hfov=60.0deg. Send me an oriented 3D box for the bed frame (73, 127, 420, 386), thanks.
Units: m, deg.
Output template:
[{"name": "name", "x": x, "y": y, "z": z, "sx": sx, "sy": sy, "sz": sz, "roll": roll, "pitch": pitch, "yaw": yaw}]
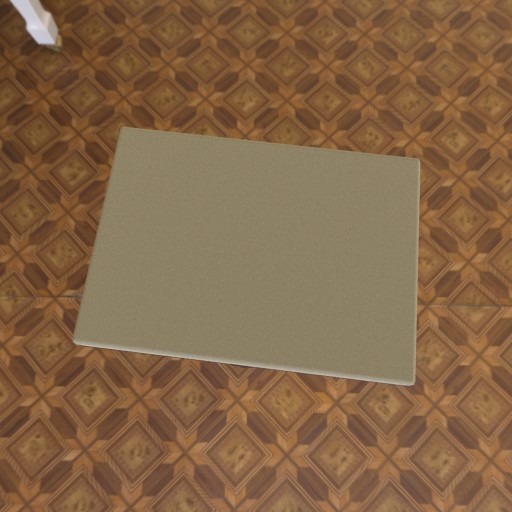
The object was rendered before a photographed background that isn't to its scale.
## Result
[{"name": "bed frame", "x": 0.000, "y": 0.000, "z": 3.888, "sx": 2.842, "sy": 0.680, "sz": 2.205, "roll": 14, "pitch": 75, "yaw": 4}]
